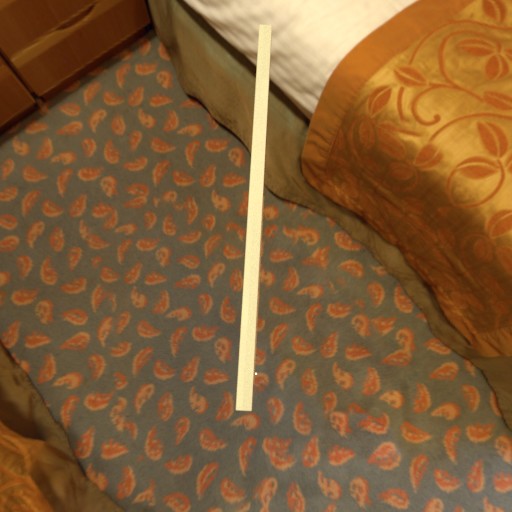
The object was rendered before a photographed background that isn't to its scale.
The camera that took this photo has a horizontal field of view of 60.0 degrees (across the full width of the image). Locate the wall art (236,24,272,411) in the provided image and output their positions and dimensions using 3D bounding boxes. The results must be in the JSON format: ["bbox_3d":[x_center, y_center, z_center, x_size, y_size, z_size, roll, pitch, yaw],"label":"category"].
[{"bbox_3d":[0.000,0.000,1.002,0.021,0.710,0.609,3,75,1],"label":"wall art"}]
